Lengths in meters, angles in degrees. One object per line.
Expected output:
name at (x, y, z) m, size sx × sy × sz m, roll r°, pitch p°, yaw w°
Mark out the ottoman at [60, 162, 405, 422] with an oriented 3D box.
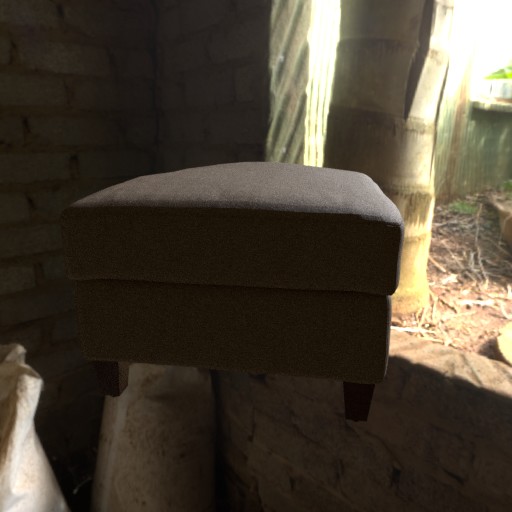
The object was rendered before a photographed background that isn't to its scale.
ottoman at (0.000, 0.000, 1.291) m, size 0.692 × 0.511 × 0.889 m, roll 2°, pitch 16°, yaw 9°
